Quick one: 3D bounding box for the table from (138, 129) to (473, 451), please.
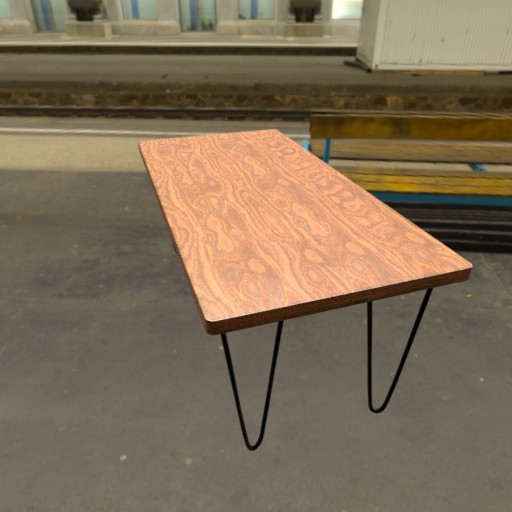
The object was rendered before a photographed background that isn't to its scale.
[{"bbox_3d":[0.000,0.000,2.218,0.883,0.753,1.791,-10,32,-16],"label":"table"}]
